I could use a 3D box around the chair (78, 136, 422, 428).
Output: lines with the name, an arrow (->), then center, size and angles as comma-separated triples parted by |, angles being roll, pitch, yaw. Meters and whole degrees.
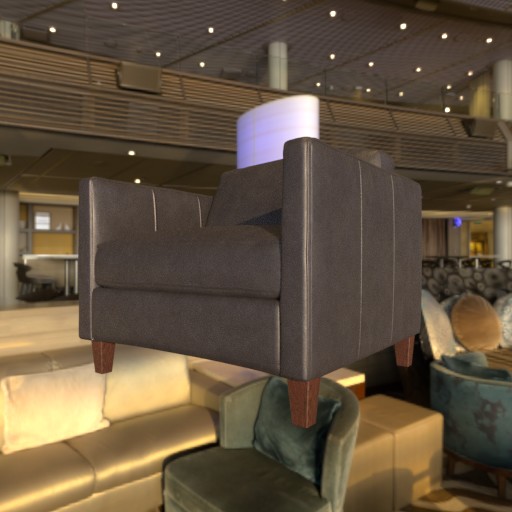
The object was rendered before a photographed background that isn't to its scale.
chair -> 0.000, 0.000, 1.590 | 0.939, 0.811, 0.862 | 0, 0, 37
